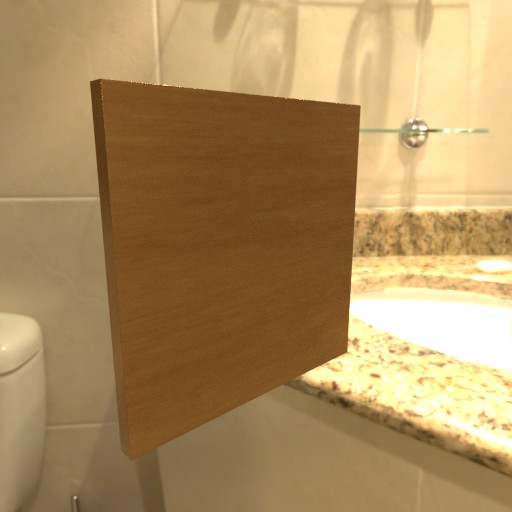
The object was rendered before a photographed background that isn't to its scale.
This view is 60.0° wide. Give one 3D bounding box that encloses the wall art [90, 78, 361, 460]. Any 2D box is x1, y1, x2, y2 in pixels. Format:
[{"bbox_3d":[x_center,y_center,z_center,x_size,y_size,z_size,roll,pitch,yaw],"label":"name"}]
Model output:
[{"bbox_3d":[0.000,0.000,0.443,0.302,0.302,0.019,-12,18,-41],"label":"wall art"}]
